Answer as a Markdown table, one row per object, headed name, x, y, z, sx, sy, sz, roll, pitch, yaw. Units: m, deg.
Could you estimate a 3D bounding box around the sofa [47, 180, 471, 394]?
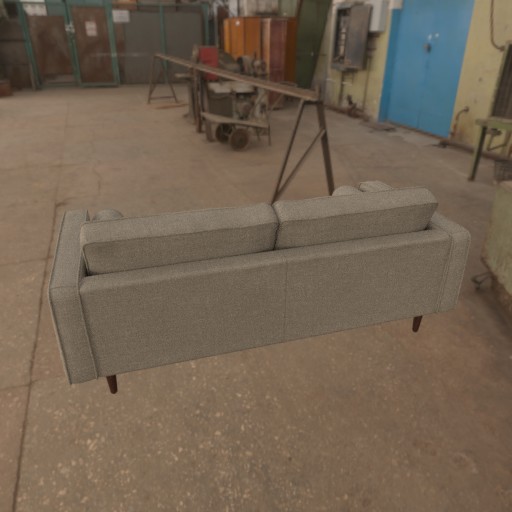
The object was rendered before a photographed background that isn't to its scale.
| name | x | y | z | sx | sy | sz | roll | pitch | yaw |
| --- | --- | --- | --- | --- | --- | --- | --- | --- | --- |
| sofa | 0.000 | 0.000 | 2.292 | 1.879 | 0.762 | 0.914 | -8 | 28 | -15 |
